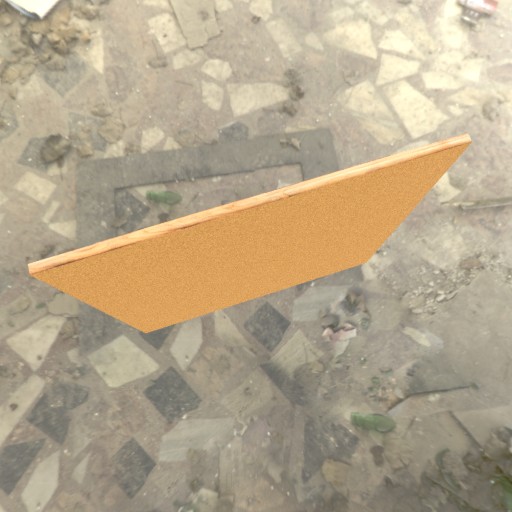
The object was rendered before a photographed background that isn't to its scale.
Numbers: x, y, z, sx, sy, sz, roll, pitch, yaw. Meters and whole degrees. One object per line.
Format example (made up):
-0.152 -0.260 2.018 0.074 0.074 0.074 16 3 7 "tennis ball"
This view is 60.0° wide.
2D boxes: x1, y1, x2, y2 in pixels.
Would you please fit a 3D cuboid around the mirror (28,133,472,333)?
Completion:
0.000 0.000 1.160 0.804 0.804 0.061 -17 74 -5 "mirror"
